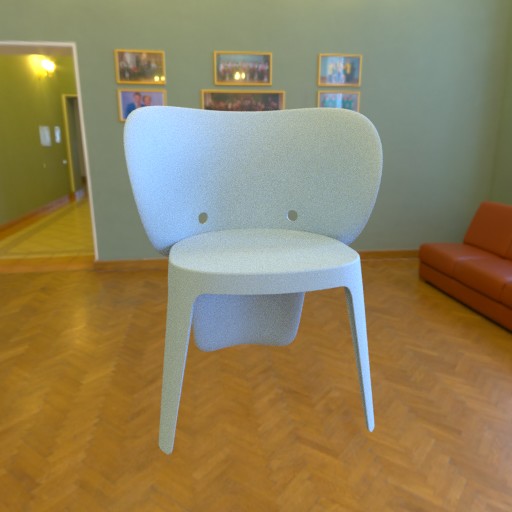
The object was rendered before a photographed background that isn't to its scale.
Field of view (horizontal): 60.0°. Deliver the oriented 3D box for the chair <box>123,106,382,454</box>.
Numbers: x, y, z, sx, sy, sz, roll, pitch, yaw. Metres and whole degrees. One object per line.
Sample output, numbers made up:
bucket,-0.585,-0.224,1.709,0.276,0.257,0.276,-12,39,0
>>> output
chair,0.000,0.000,0.840,0.451,0.554,0.402,-2,15,-9
